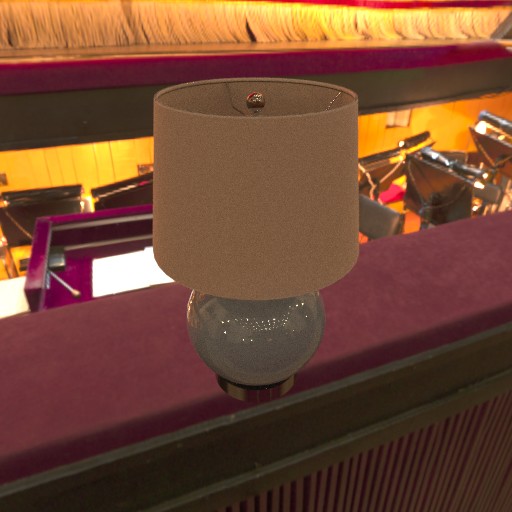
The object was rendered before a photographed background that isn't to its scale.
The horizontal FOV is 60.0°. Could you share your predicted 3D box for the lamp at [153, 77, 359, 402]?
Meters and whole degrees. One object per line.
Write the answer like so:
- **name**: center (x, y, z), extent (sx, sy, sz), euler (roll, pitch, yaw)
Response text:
- **lamp**: center (0.000, 0.000, 0.551), extent (0.247, 0.387, 0.247), euler (0, 30, 0)
